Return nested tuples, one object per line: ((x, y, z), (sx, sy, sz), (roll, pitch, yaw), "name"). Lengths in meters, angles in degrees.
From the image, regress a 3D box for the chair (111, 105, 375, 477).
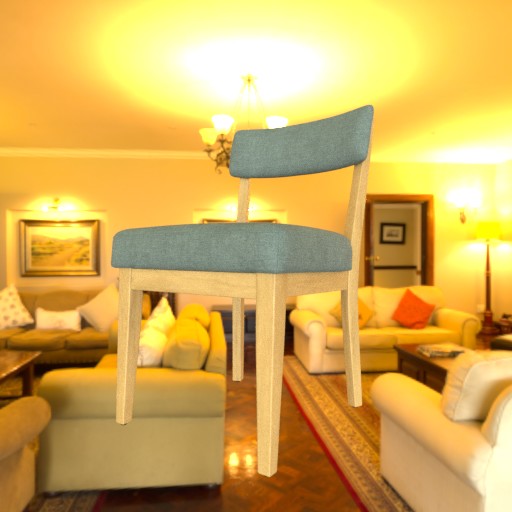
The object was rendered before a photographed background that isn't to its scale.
((0.000, 0.000, 1.179), (0.508, 0.832, 0.572), (1, 1, 36), "chair")
